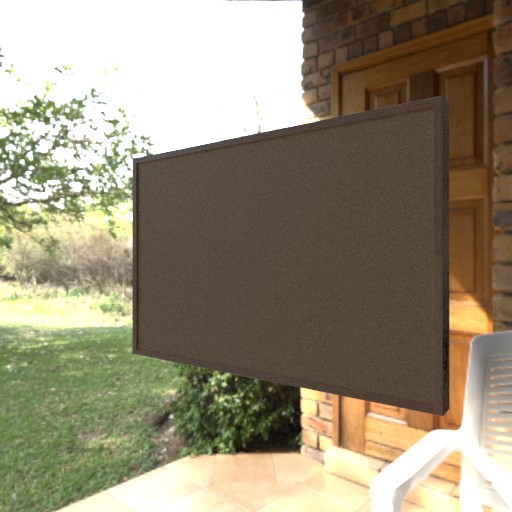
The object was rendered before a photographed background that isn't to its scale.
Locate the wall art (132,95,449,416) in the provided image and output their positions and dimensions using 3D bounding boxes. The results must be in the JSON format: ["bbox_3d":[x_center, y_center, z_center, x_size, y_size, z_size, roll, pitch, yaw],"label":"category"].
[{"bbox_3d":[0.000,0.000,0.757,0.613,0.407,0.035,0,0,36],"label":"wall art"}]
